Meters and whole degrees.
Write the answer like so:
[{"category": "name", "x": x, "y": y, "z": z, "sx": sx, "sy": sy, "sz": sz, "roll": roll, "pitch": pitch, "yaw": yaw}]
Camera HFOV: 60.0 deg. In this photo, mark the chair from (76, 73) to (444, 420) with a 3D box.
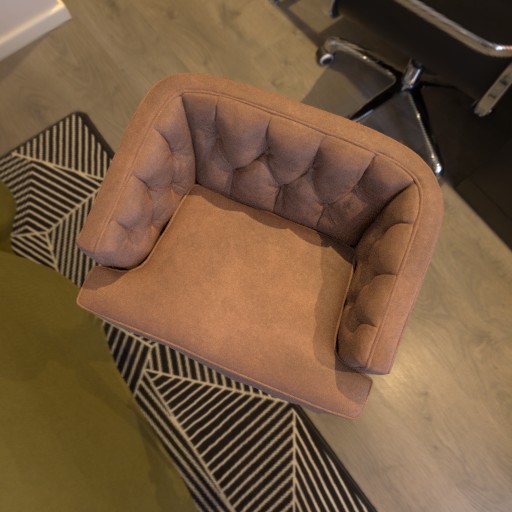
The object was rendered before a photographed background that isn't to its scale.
[{"category": "chair", "x": 0.000, "y": 0.000, "z": 1.708, "sx": 1.118, "sy": 0.787, "sz": 0.914, "roll": 22, "pitch": 77, "yaw": 5}]
